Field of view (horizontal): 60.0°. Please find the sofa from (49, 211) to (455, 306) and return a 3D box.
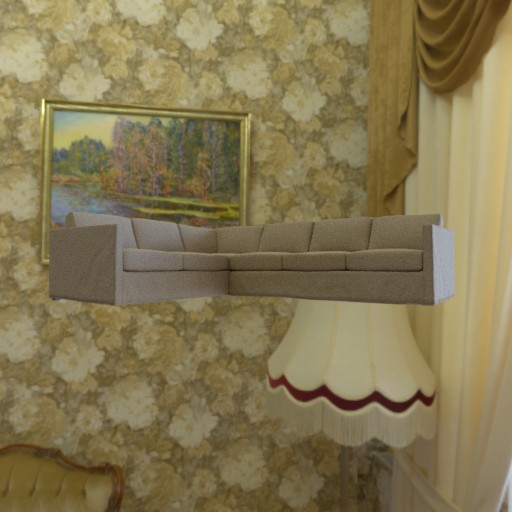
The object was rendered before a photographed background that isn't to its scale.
[{"bbox_3d":[0.000,0.000,4.338,3.182,0.871,2.432,-1,-2,35],"label":"sofa"}]
